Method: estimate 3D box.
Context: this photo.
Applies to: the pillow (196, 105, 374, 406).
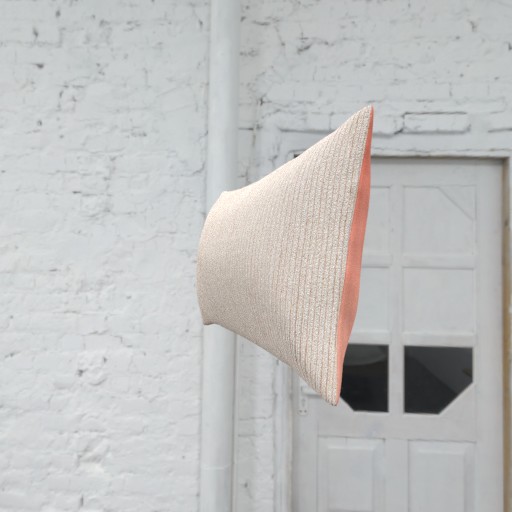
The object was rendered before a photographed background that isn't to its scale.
[{"bbox_3d":[0.000,0.000,0.734,0.155,0.307,0.608,0,-1,-19],"label":"pillow"}]
